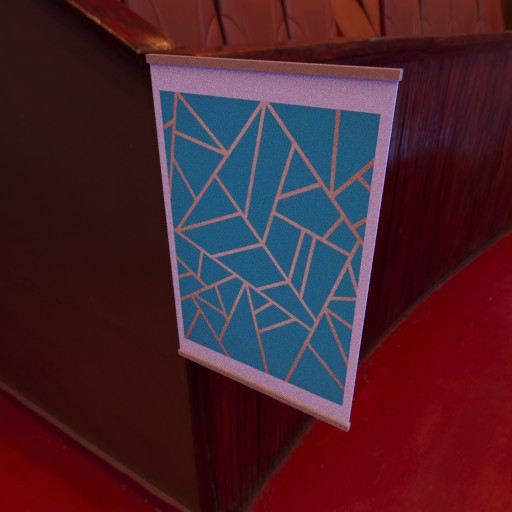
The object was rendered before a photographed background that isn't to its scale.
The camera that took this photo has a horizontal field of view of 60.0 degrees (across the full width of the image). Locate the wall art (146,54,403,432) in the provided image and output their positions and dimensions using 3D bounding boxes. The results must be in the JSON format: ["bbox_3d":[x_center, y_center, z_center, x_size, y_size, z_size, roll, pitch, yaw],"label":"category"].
[{"bbox_3d":[0.000,0.000,1.877,0.990,1.519,0.030,17,33,27],"label":"wall art"}]
